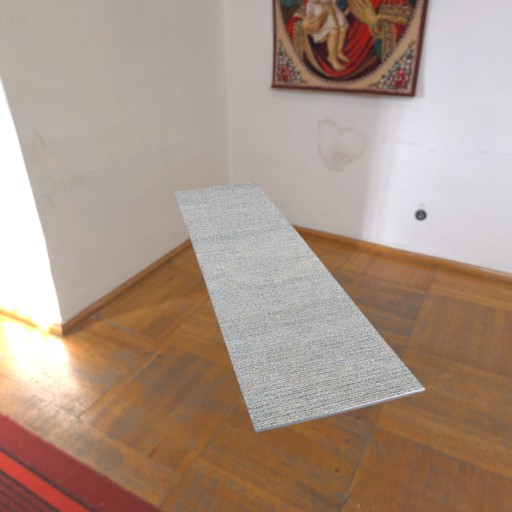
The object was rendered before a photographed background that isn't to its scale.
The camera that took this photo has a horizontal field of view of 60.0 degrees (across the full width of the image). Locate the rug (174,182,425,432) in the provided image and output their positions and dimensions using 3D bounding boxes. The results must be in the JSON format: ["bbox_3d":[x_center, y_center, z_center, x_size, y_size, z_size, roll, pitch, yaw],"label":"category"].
[{"bbox_3d":[0.000,0.000,2.576,0.675,0.037,2.341,-8,31,-14],"label":"rug"}]
